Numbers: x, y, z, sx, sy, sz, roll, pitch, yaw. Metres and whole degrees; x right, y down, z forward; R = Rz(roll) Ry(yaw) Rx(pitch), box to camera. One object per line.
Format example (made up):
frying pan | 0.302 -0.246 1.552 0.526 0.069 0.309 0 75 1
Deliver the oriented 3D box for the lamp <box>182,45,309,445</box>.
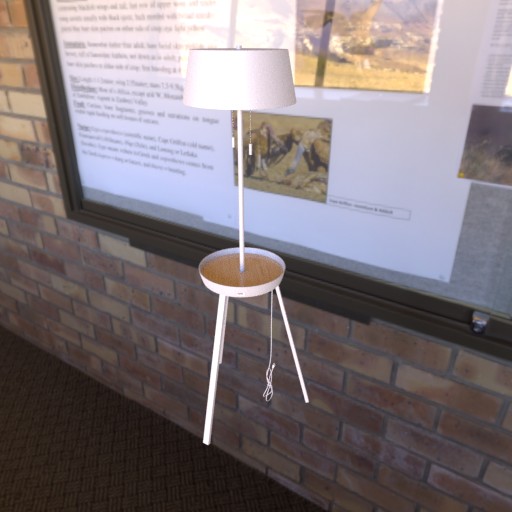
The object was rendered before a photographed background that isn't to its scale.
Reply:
lamp | 0.000 0.000 1.666 0.468 1.429 0.508 0 26 1
